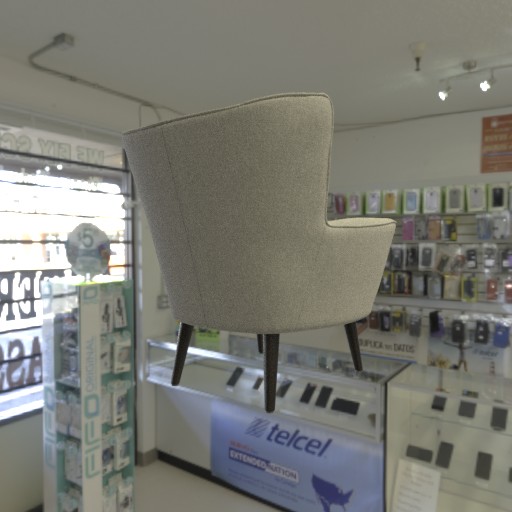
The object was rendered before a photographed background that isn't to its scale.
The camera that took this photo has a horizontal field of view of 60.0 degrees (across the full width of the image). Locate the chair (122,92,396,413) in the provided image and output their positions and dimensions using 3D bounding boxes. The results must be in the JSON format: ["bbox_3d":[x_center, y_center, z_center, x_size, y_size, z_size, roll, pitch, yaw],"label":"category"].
[{"bbox_3d":[0.000,0.000,1.624,0.781,0.933,0.888,1,2,37],"label":"chair"}]
